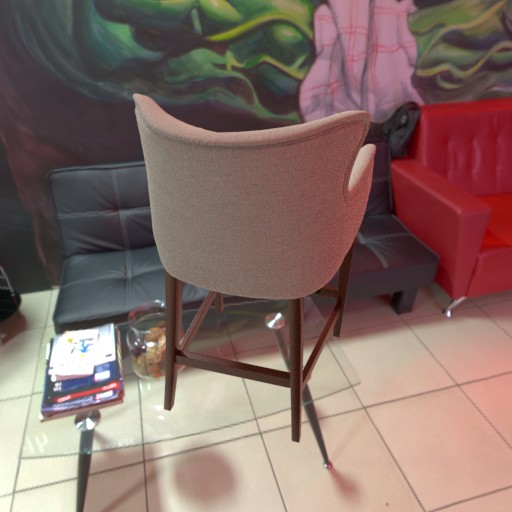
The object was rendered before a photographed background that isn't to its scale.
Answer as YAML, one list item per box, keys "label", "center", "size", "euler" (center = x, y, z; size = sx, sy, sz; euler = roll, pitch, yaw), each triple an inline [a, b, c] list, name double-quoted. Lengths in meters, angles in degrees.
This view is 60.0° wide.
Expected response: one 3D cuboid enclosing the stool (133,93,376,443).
- label: "stool"
  center: [0.000, 0.000, 1.380]
  size: [0.615, 0.987, 0.637]
  euler: [9, 34, 14]
